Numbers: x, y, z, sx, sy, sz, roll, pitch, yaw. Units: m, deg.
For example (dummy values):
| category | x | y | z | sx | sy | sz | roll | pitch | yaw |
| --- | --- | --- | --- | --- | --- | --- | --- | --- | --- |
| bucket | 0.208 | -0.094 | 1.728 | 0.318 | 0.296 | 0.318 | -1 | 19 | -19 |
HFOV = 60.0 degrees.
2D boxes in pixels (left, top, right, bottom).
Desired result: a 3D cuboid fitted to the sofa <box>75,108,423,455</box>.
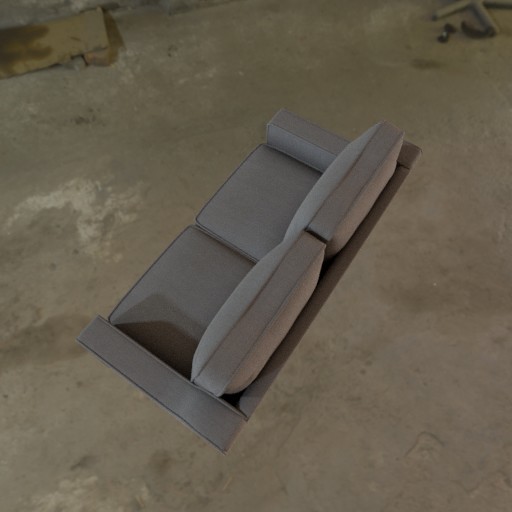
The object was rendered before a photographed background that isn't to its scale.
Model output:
| category | x | y | z | sx | sy | sz | roll | pitch | yaw |
| --- | --- | --- | --- | --- | --- | --- | --- | --- | --- |
| sofa | 0.000 | 0.000 | 2.014 | 0.791 | 0.948 | 1.500 | 31 | 67 | 15 |
